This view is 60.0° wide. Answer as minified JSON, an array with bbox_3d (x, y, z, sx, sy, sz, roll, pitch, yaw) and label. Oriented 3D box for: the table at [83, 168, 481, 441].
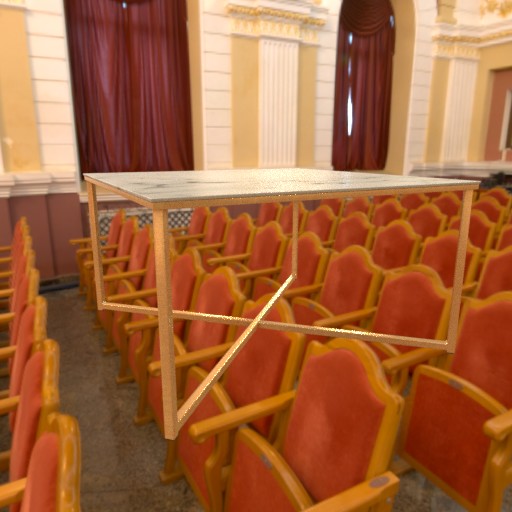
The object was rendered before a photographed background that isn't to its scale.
[{"bbox_3d":[0.000,0.000,1.278,0.800,0.450,0.800,-7,15,-27],"label":"table"}]
